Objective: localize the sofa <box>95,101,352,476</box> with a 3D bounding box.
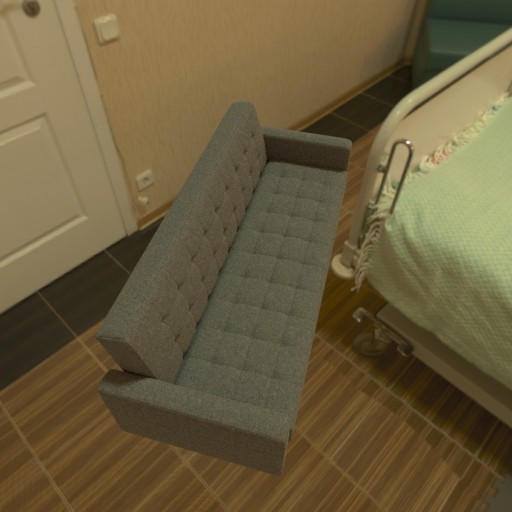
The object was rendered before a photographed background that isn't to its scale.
[{"bbox_3d":[0.000,0.000,2.483,0.810,0.850,2.040,12,50,10],"label":"sofa"}]
